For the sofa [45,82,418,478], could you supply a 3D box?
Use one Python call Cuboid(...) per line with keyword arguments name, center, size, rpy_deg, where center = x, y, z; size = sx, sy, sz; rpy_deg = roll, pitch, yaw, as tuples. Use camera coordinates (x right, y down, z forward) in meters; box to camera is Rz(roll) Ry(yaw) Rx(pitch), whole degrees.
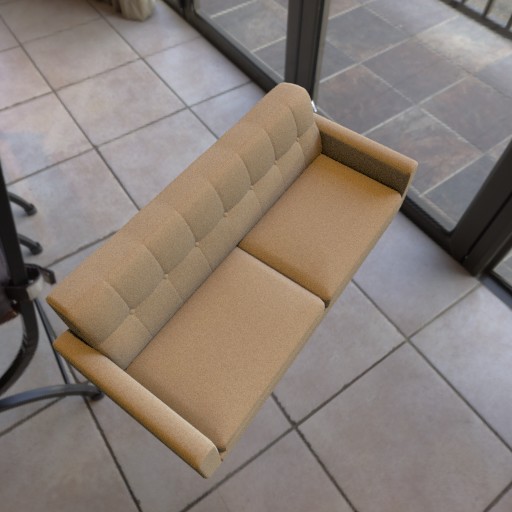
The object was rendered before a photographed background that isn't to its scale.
Cuboid(name="sofa", center=(0.000, 0.000, 2.564), size=(0.980, 0.892, 2.137), rpy_deg=(32, 63, 18))
